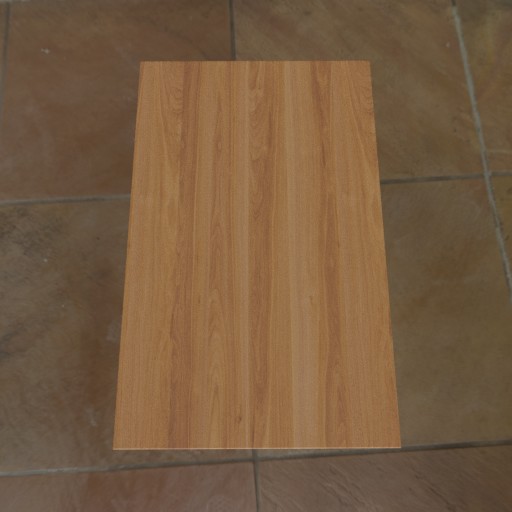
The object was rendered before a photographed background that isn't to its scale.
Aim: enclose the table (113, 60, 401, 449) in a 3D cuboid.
[{"bbox_3d":[0.000,0.000,1.460,0.700,0.510,1.100,0,75,0],"label":"table"}]
